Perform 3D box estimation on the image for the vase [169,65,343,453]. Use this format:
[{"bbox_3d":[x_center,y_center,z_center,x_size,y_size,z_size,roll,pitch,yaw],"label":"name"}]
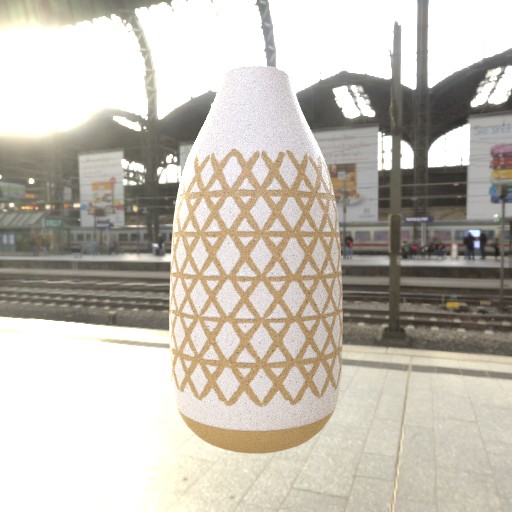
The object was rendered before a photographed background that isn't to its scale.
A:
[{"bbox_3d":[0.000,0.000,0.481,0.186,0.380,0.186,0,2,0],"label":"vase"}]
